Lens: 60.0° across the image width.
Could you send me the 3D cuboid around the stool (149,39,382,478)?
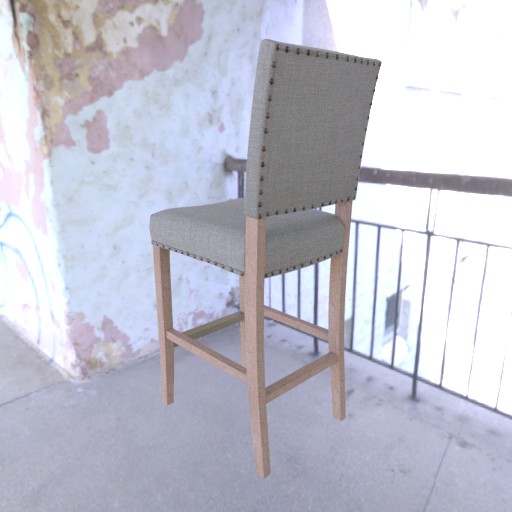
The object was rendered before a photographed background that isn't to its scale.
[{"bbox_3d":[0.000,0.000,1.438,0.445,1.173,0.585,-15,22,-41],"label":"stool"}]
